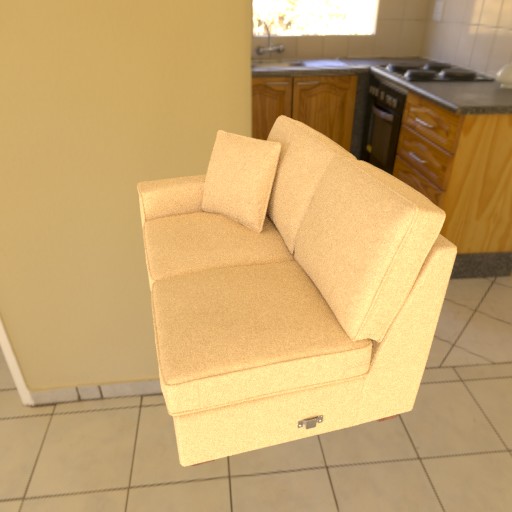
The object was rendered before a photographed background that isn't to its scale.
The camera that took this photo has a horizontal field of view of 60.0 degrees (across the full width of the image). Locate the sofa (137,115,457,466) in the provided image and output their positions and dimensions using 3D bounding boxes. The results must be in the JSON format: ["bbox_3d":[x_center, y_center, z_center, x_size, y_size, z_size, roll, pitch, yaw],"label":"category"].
[{"bbox_3d":[0.000,0.000,2.032,0.991,0.989,1.388,-8,32,-14],"label":"sofa"}]
